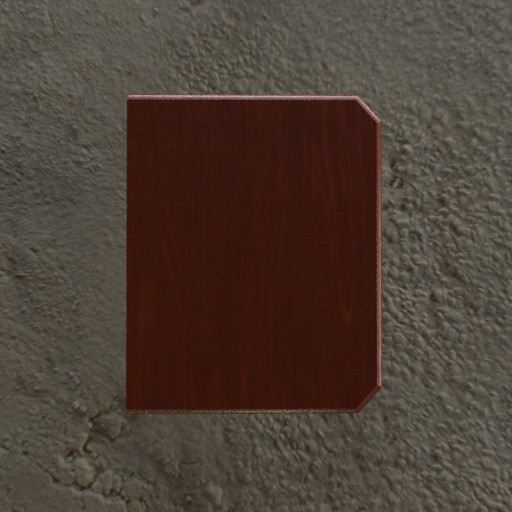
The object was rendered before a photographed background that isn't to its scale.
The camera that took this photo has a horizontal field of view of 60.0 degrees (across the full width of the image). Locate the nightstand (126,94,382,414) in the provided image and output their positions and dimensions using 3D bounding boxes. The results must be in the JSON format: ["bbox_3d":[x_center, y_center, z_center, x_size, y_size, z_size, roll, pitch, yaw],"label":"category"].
[{"bbox_3d":[0.000,0.000,0.929,0.351,0.681,0.435,0,89,-1],"label":"nightstand"}]
